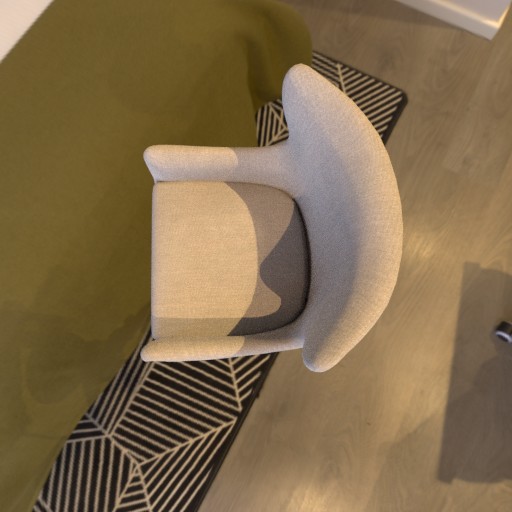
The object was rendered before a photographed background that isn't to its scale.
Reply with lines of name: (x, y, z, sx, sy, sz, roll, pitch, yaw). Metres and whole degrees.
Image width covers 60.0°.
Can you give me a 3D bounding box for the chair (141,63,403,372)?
chair: (0.000, 0.000, 1.441, 0.677, 0.948, 0.732, -3, 76, -1)
